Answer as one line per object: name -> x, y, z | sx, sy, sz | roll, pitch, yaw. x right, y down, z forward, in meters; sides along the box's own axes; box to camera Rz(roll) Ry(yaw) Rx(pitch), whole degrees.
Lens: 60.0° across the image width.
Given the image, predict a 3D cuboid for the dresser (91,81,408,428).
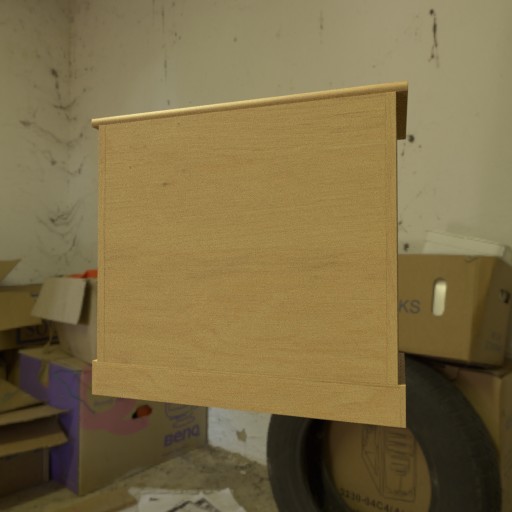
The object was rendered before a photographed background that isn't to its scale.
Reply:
dresser -> 0.000, 0.000, 1.412 | 0.915, 0.835, 0.440 | 0, -1, 18
